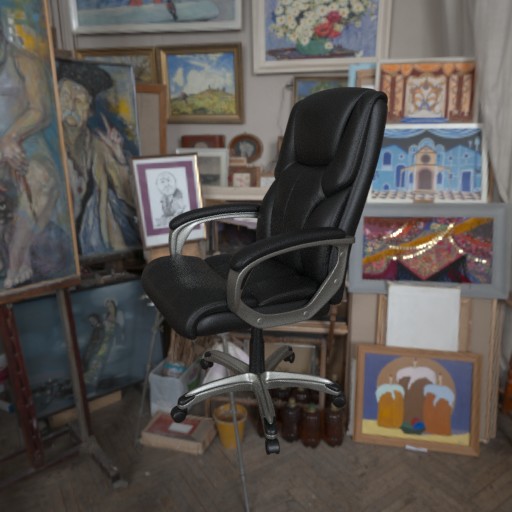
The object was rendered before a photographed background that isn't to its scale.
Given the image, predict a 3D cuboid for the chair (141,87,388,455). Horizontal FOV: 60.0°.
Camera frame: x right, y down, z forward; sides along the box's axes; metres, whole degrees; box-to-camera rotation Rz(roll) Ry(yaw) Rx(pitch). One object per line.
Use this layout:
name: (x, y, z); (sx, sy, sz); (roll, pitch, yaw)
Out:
chair: (0.000, 0.000, 1.585); (0.739, 1.155, 0.663); (-8, 17, -26)
